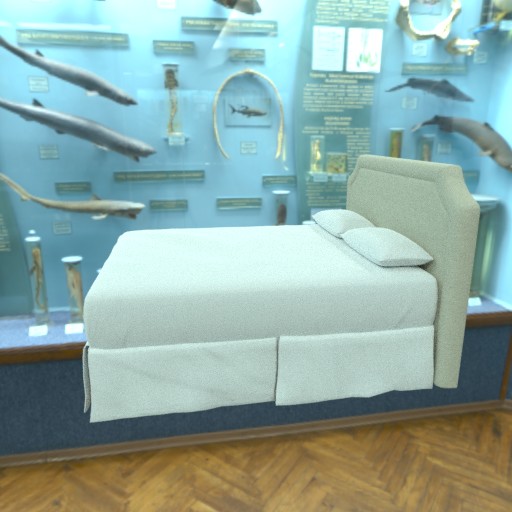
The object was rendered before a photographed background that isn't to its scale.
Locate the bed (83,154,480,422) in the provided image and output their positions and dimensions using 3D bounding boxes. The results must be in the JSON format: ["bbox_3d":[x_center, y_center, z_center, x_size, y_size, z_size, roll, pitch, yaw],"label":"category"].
[{"bbox_3d":[0.000,0.000,3.042,2.116,1.290,1.693,-2,16,-9],"label":"bed"}]
